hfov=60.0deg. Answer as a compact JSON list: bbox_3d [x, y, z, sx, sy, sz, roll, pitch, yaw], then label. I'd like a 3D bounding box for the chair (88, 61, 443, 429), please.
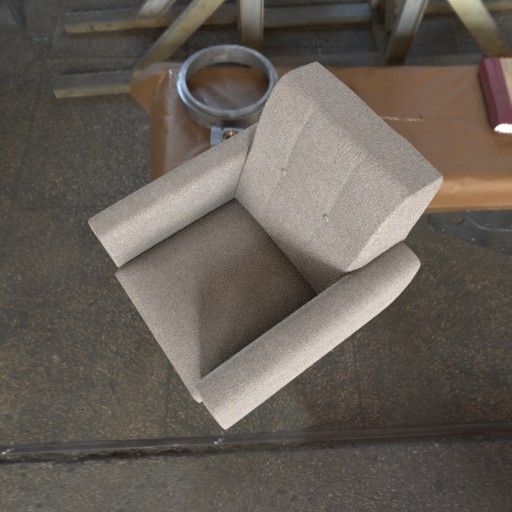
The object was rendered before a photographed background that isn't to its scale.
[{"bbox_3d":[0.000,0.000,1.674,0.942,0.968,0.845,-33,69,-15],"label":"chair"}]
